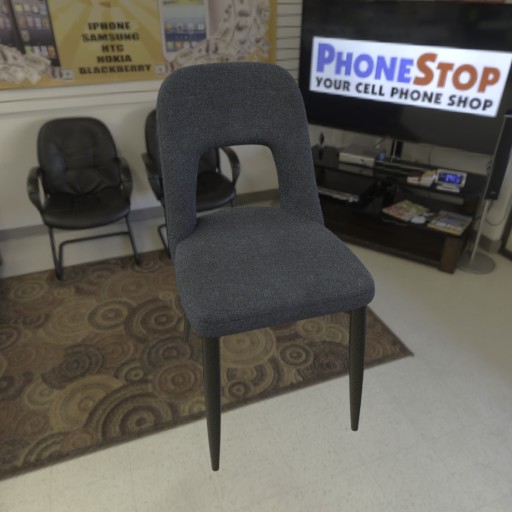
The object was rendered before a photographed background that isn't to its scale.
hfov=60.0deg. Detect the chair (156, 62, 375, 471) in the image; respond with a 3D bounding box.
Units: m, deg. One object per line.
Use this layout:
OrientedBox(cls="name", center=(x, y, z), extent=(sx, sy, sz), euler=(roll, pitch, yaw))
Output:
OrientedBox(cls="chair", center=(0.000, 0.000, 1.242), extent=(0.470, 0.931, 0.612), euler=(-9, 33, -15))
